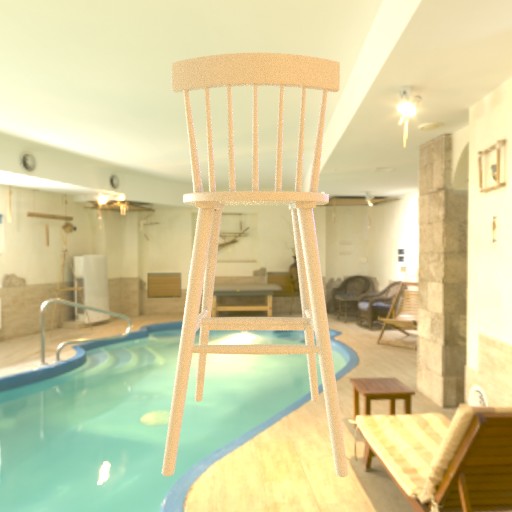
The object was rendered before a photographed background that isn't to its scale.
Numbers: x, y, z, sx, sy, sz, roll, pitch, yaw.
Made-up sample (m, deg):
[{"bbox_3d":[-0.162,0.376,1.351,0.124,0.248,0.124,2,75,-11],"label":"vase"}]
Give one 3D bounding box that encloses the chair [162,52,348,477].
[{"bbox_3d":[0.000,0.000,1.375,0.483,1.092,0.572,0,1,1],"label":"chair"}]
